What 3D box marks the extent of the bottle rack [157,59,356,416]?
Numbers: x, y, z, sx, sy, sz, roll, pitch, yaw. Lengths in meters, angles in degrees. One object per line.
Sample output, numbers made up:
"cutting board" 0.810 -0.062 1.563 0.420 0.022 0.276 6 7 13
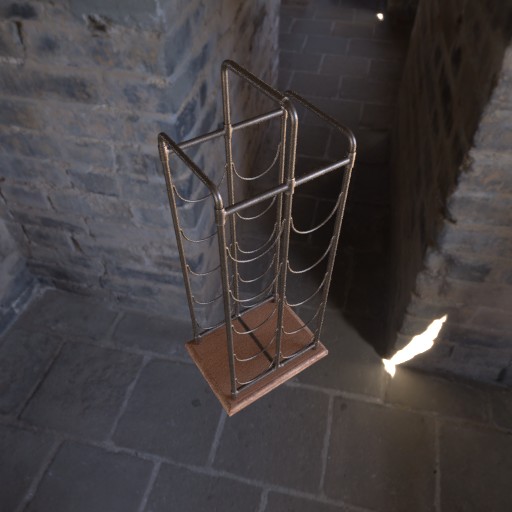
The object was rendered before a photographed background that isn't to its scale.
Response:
"bottle rack" 0.000 0.000 0.823 0.276 0.680 0.208 -26 53 -22
